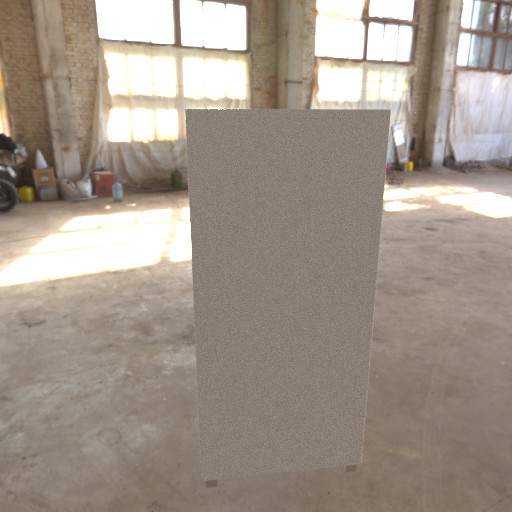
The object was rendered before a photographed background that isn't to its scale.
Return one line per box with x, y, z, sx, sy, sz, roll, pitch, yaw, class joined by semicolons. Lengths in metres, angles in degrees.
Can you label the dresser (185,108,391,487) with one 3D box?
0.000;0.000;1.632;0.460;1.000;1.100;-2;17;-8;dresser
